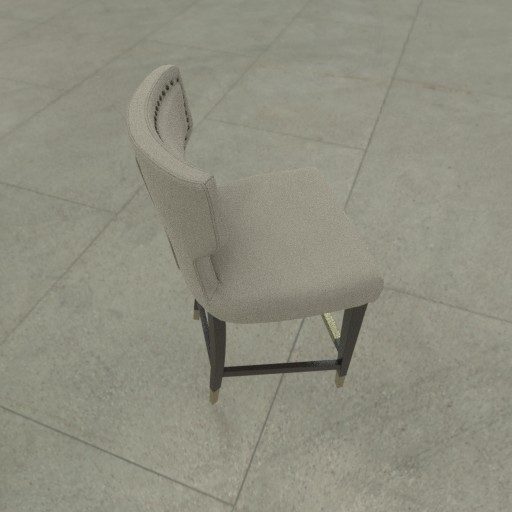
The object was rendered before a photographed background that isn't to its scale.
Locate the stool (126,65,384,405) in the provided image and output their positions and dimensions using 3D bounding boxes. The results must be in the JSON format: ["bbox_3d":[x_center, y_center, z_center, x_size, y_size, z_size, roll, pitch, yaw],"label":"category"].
[{"bbox_3d":[0.000,0.000,1.321,0.563,0.982,0.527,-11,48,-10],"label":"stool"}]
